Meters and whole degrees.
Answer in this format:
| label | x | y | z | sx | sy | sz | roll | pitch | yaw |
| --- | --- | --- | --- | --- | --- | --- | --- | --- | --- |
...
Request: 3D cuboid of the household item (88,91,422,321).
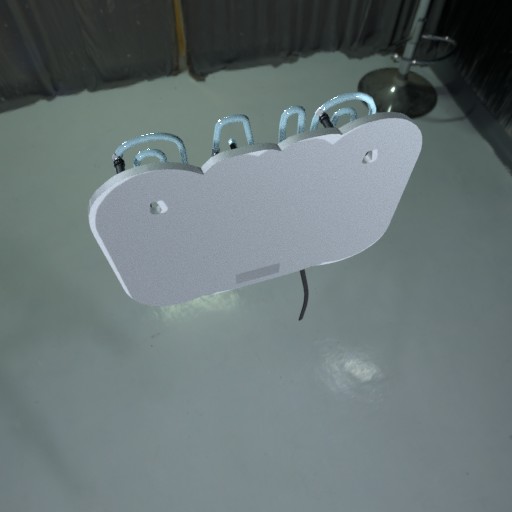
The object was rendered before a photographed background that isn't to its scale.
| label | x | y | z | sx | sy | sz | roll | pitch | yaw |
| --- | --- | --- | --- | --- | --- | --- | --- | --- | --- |
| household item | 0.000 | 0.000 | 0.376 | 0.211 | 0.294 | 0.042 | -15 | 59 | -9 |
